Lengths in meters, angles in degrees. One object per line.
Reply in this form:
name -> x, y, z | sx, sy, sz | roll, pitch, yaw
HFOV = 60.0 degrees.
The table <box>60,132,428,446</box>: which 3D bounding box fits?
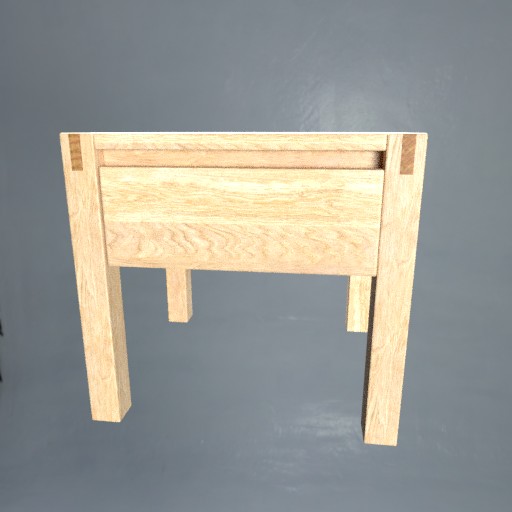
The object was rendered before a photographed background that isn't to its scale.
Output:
table -> 0.000, 0.000, 0.839 | 0.480, 0.450, 0.440 | 2, 16, 7
